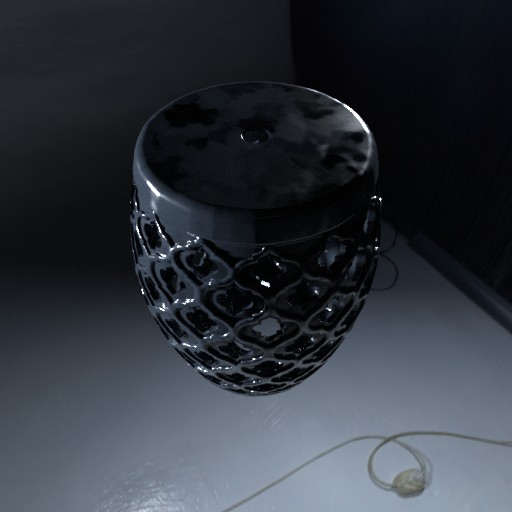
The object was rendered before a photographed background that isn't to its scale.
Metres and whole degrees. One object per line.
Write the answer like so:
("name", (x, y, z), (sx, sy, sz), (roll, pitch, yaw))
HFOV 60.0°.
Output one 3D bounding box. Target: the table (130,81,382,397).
("table", (0.000, 0.000, 0.623), (0.325, 0.388, 0.325), (0, 48, 0))
